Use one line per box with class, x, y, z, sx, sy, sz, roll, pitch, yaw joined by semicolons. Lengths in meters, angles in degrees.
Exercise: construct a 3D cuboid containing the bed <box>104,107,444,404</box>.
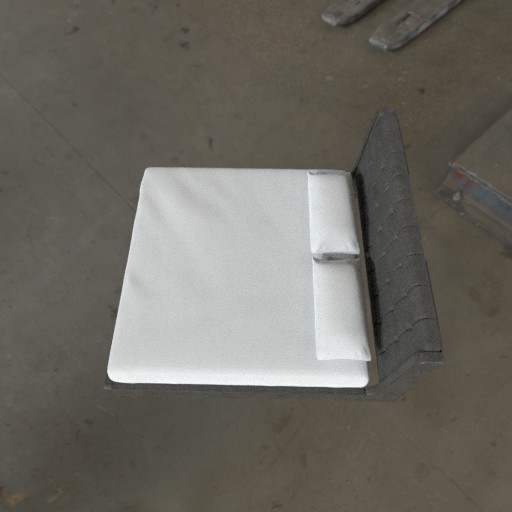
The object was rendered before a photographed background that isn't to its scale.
bed;0.000;0.000;3.278;2.031;1.158;1.903;1;60;1
